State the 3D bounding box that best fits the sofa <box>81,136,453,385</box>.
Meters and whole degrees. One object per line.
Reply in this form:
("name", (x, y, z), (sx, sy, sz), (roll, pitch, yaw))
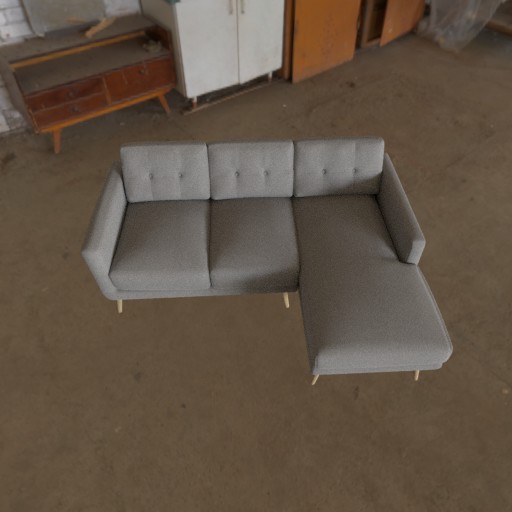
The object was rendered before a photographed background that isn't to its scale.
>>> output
("sofa", (0.000, 0.000, 2.820), (2.040, 0.860, 1.530), (-2, 47, -2))
